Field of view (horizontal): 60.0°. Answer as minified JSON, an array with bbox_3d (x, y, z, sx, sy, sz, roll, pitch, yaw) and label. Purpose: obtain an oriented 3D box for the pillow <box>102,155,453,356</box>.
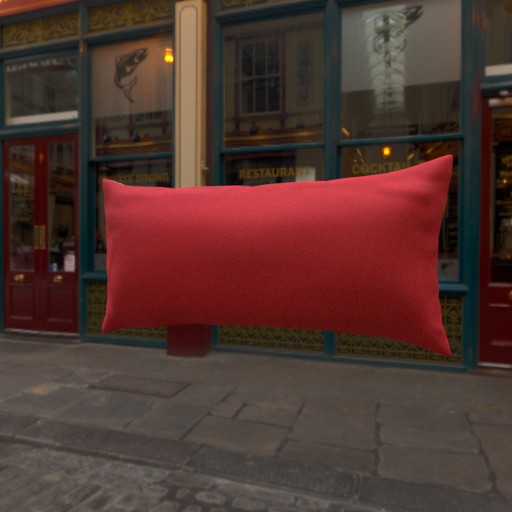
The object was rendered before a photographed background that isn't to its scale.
[{"bbox_3d":[0.000,0.000,0.746,0.608,0.297,0.151,0,0,18],"label":"pillow"}]
